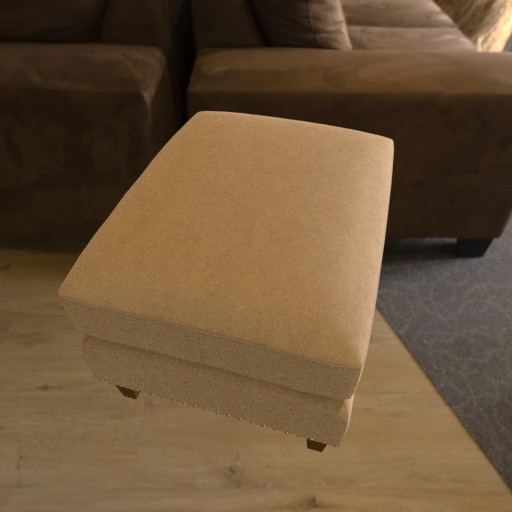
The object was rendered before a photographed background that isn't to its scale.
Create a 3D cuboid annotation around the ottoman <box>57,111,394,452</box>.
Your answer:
[{"bbox_3d":[0.000,0.000,1.130,0.584,0.513,0.741,12,47,11],"label":"ottoman"}]
